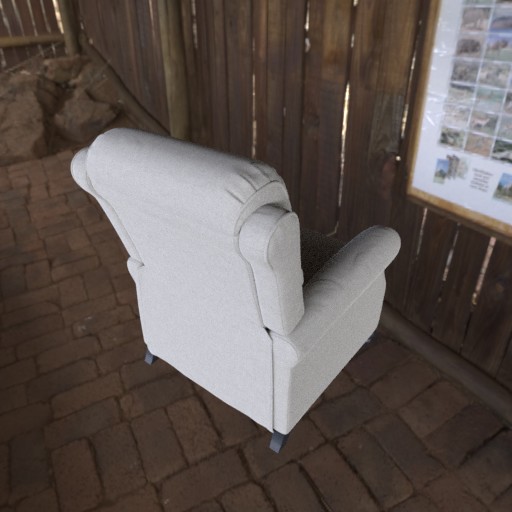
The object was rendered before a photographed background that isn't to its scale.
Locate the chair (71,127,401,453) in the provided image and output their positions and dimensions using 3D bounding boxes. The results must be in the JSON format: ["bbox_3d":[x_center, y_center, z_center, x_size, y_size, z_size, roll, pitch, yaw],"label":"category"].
[{"bbox_3d":[0.000,0.000,1.706,0.859,1.046,0.919,23,38,32],"label":"chair"}]
